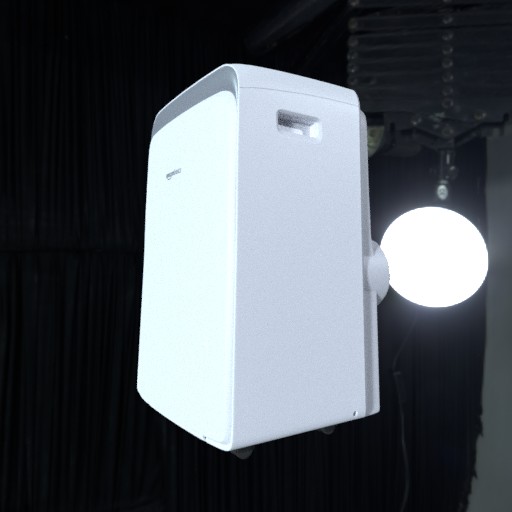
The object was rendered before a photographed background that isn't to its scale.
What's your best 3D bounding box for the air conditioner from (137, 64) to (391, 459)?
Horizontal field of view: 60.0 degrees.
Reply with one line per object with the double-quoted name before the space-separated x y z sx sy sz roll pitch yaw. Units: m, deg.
"air conditioner" 0.000 0.000 1.073 0.467 0.765 0.478 1 -2 -35
